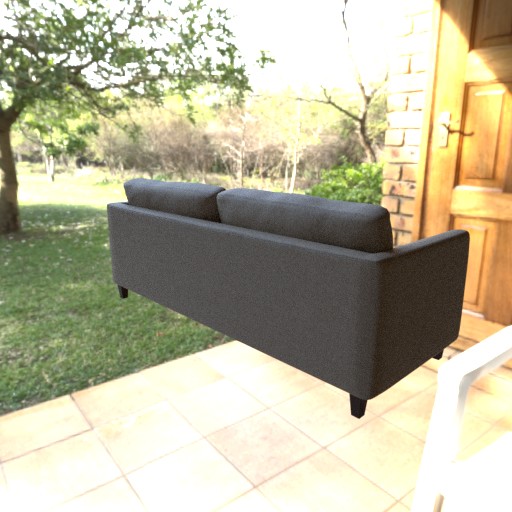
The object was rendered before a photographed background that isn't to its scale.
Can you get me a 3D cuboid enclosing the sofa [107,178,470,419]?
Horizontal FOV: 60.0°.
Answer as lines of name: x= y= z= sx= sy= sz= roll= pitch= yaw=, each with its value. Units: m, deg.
sofa: x=0.000 y=0.000 z=2.977 sx=0.951 sy=0.965 sz=2.434 roll=-13 pitch=19 yaw=-42
